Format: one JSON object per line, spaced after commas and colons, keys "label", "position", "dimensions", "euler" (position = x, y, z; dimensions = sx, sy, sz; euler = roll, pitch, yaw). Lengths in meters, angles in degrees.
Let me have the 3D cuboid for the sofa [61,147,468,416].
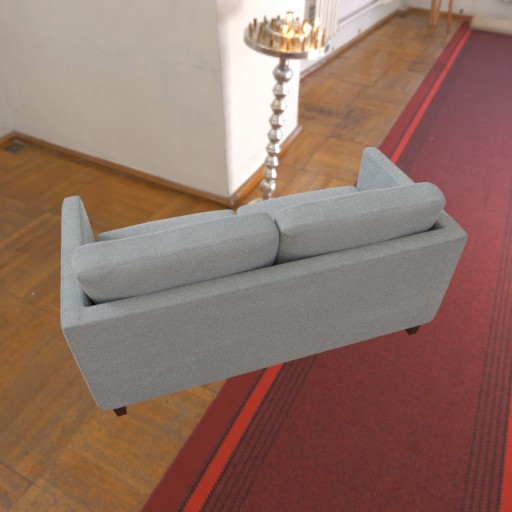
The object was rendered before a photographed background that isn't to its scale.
{"label": "sofa", "position": [0.000, 0.000, 2.412], "dimensions": [1.884, 0.963, 0.950], "euler": [-12, 44, -13]}
